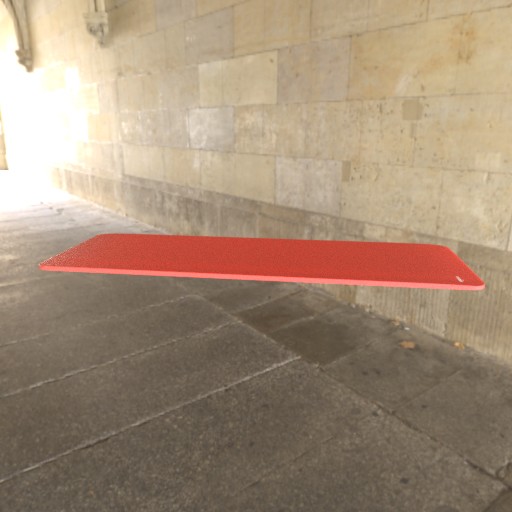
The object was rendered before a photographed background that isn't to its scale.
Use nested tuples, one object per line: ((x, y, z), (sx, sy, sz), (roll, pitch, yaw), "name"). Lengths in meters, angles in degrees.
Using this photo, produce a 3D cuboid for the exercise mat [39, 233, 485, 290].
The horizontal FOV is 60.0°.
((0.000, 0.000, 2.082), (1.869, 0.021, 0.616), (2, 16, 8), "exercise mat")
